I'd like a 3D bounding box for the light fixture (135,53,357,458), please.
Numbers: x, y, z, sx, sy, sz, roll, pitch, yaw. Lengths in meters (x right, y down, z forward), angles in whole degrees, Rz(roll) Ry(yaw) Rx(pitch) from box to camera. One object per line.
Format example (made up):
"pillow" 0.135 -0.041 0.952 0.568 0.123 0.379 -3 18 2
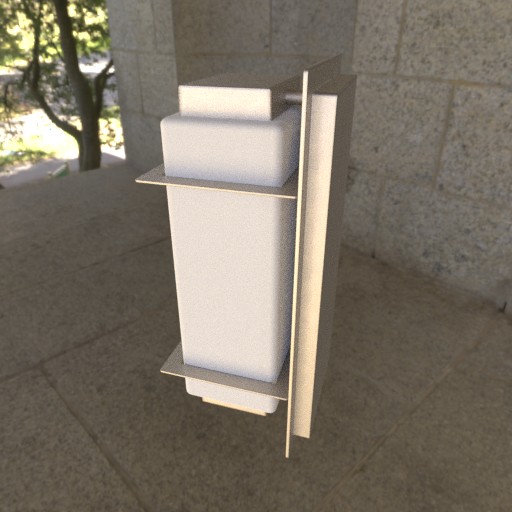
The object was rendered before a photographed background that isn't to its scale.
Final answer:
"light fixture" 0.000 0.000 0.465 0.160 0.380 0.168 8 29 15
